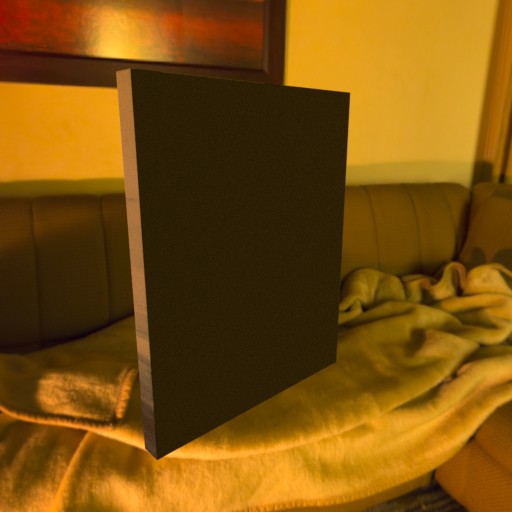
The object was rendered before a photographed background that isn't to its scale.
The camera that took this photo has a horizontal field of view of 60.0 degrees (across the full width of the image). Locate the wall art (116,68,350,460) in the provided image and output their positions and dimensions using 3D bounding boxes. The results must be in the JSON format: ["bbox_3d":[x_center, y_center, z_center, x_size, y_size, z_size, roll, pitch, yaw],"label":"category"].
[{"bbox_3d":[0.000,0.000,0.836,0.489,0.608,0.040,-14,20,-41],"label":"wall art"}]
